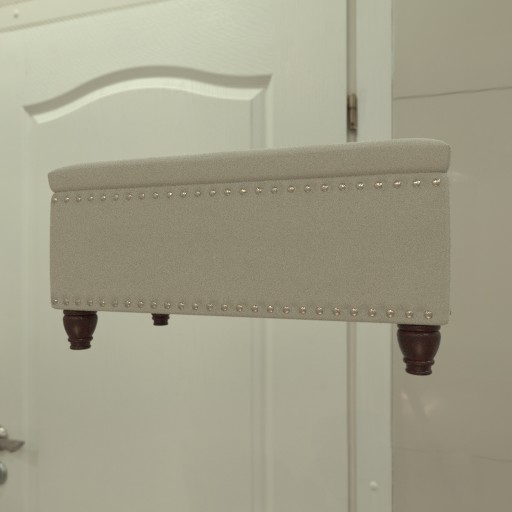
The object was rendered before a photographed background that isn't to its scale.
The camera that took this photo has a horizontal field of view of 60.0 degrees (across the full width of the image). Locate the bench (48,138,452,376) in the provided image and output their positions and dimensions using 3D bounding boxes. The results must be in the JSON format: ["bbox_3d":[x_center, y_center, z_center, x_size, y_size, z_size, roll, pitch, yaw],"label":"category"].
[{"bbox_3d":[0.000,0.000,1.153,0.887,0.449,0.500,0,0,17],"label":"bench"}]
